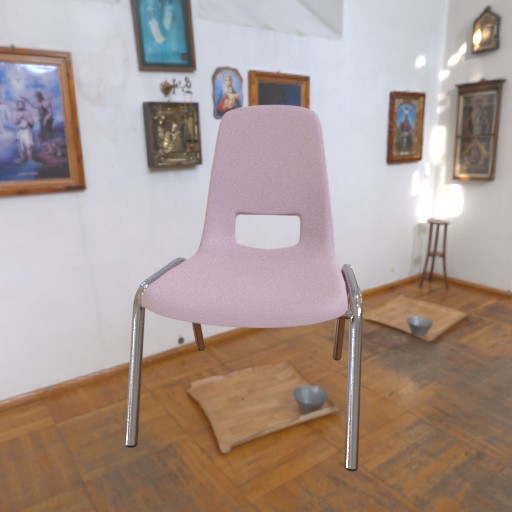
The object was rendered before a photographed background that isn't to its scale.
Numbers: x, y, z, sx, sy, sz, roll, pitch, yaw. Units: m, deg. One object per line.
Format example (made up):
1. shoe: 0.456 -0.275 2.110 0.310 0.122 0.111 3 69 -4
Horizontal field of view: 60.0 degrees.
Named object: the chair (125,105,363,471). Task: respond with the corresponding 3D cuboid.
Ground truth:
1. chair: 0.000 0.000 0.778 0.354 0.536 0.385 2 14 9
